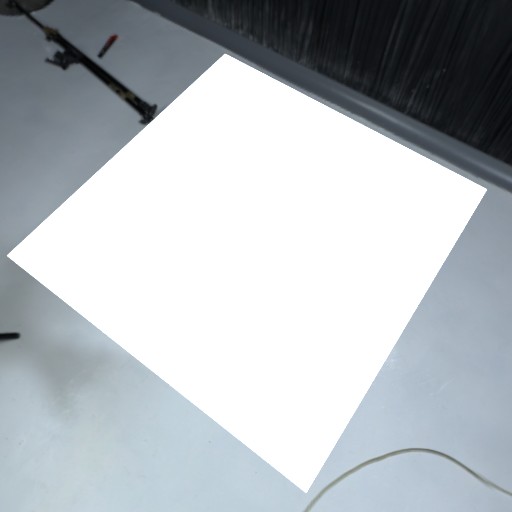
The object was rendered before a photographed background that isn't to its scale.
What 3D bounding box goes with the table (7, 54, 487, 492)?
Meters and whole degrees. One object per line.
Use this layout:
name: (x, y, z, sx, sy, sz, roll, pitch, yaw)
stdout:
table: (0.000, 0.000, 1.005, 0.670, 0.305, 0.670, 33, 68, 15)
